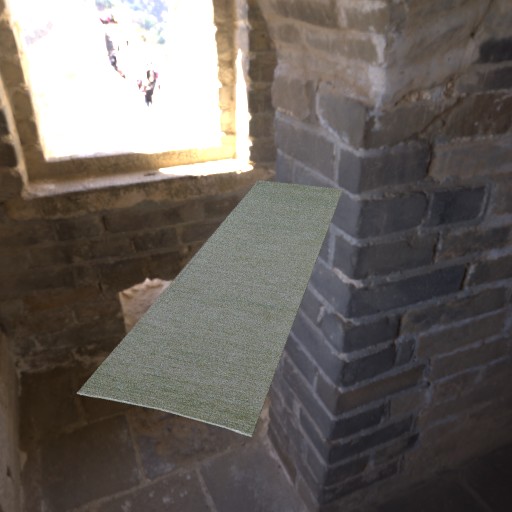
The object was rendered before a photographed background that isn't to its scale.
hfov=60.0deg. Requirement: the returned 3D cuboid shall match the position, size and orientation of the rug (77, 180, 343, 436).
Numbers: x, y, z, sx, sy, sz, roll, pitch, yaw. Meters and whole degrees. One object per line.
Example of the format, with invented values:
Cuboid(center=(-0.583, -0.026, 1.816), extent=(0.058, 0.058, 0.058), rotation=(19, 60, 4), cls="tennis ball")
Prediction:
Cuboid(center=(0.000, 0.000, 2.539), extent=(0.686, 0.013, 2.340), rotation=(9, 31, 15), cls="rug")
